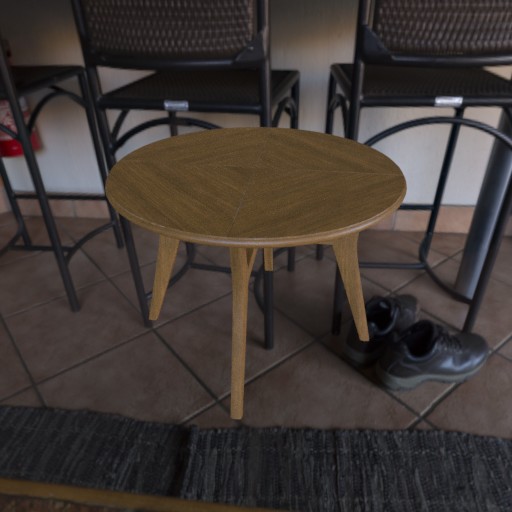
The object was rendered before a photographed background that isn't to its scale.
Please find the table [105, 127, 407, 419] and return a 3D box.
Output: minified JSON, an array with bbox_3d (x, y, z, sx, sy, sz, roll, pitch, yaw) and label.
[{"bbox_3d":[0.000,0.000,1.805,1.055,0.757,1.055,0,32,0],"label":"table"}]
